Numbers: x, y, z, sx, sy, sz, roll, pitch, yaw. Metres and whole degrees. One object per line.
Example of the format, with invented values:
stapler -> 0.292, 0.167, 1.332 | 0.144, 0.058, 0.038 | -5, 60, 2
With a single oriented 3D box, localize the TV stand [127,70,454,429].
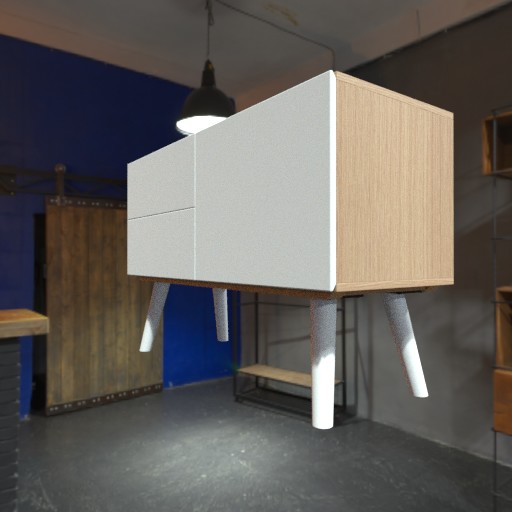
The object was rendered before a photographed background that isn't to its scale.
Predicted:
TV stand -> 0.000, 0.000, 1.304 | 0.407, 0.660, 0.991 | 0, 0, -37
